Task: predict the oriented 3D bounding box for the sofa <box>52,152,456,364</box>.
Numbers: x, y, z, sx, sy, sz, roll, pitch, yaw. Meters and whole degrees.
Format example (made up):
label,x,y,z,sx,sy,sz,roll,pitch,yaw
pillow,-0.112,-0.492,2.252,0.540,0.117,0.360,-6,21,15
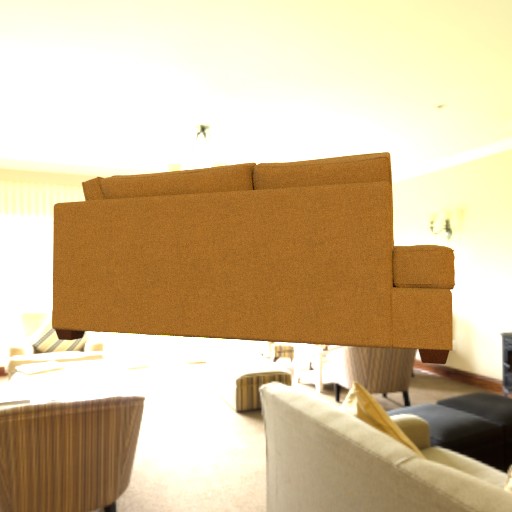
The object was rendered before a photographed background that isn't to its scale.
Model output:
label,x,y,z,sx,sy,sz,roll,pitch,yaw
sofa,0.000,0.000,2.808,2.238,1.019,1.110,-1,-2,19
